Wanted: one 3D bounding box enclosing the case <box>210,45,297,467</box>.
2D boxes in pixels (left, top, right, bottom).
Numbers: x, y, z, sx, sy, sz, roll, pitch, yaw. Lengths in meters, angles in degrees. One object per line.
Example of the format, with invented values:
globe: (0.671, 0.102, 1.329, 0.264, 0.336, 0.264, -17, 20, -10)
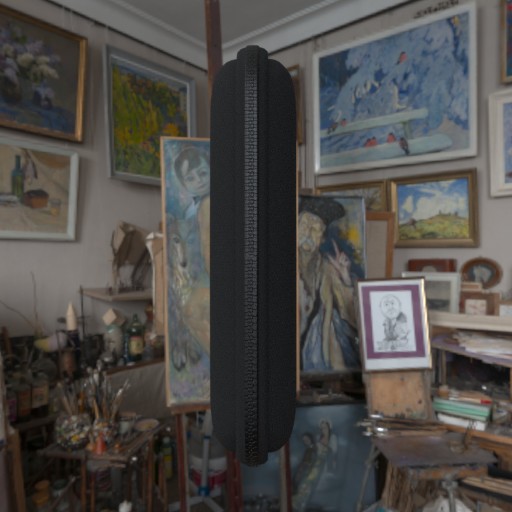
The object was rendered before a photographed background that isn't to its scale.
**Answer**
case: (0.000, 0.000, 0.192, 0.030, 0.147, 0.107, 0, 0, 2)
